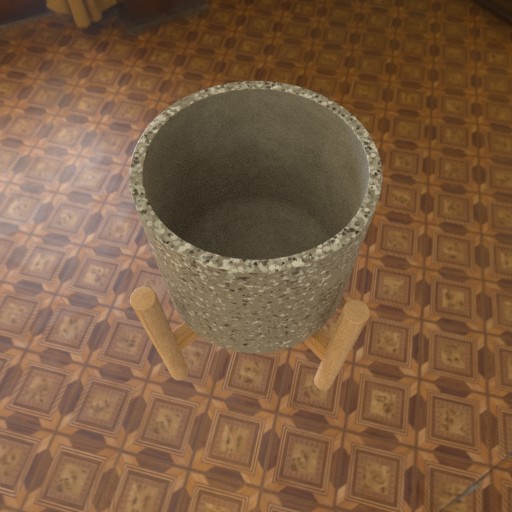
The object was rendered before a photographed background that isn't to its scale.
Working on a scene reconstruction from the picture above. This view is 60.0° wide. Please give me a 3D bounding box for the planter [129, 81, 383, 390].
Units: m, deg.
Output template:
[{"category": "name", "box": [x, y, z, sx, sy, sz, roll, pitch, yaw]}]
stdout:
[{"category": "planter", "box": [0.000, 0.000, 0.529, 0.284, 0.320, 0.284, -16, 60, -9]}]
